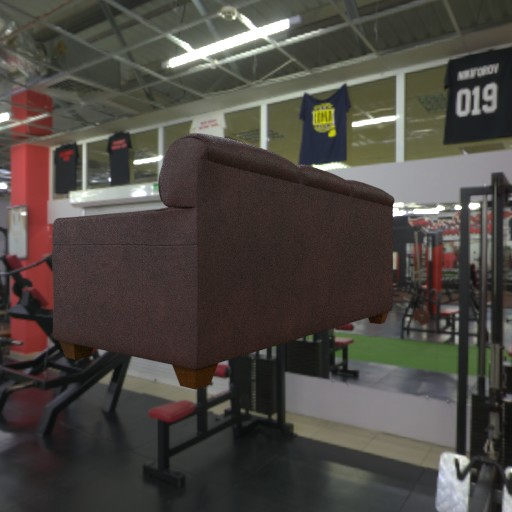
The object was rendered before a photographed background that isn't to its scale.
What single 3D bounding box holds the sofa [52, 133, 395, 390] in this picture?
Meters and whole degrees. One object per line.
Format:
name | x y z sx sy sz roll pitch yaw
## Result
sofa | 0.000 0.000 2.620 1.008 0.953 2.039 0 0 36
